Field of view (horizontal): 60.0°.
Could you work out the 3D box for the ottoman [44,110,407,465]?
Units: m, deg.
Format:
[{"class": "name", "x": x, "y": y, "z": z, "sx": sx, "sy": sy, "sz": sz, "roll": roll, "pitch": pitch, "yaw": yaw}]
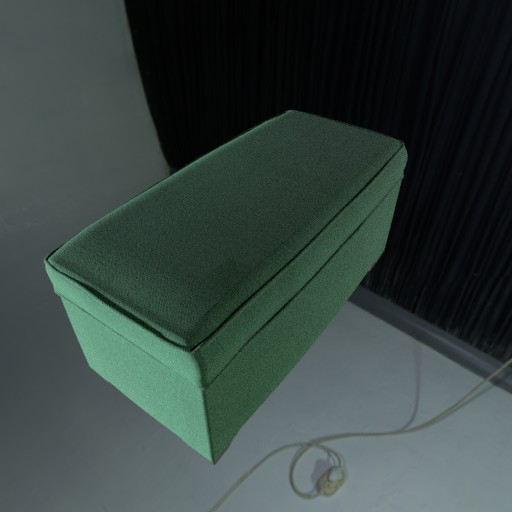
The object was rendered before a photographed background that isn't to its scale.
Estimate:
[{"class": "ottoman", "x": 0.000, "y": 0.000, "z": 1.249, "sx": 0.483, "sy": 0.471, "sz": 0.957, "roll": 26, "pitch": 47, "yaw": 27}]
